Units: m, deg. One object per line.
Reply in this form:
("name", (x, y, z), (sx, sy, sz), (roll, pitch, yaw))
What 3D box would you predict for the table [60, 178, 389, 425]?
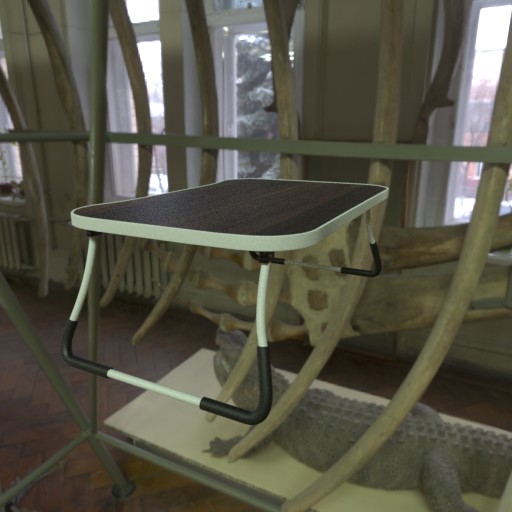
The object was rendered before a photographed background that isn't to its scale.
("table", (0.000, 0.000, 0.865), (0.400, 0.232, 0.660), (8, 18, 26))
